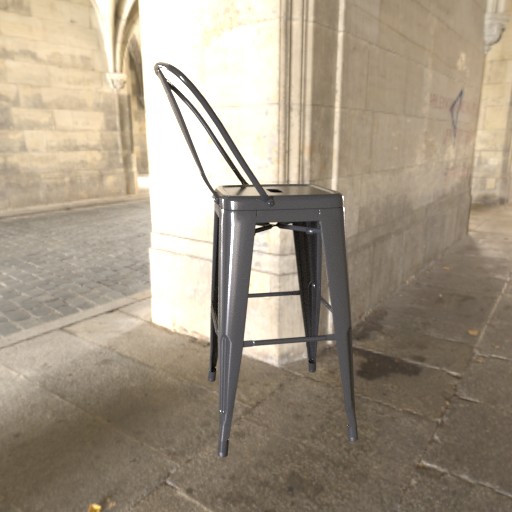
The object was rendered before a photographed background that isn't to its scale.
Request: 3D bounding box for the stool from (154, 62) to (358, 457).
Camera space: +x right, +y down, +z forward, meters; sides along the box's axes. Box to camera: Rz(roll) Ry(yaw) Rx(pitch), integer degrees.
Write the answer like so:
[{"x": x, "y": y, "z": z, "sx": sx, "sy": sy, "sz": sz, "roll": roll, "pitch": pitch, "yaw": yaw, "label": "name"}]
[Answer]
[{"x": 0.000, "y": 0.000, "z": 1.304, "sx": 0.528, "sy": 1.022, "sz": 0.432, "roll": -3, "pitch": 15, "yaw": -10, "label": "stool"}]
